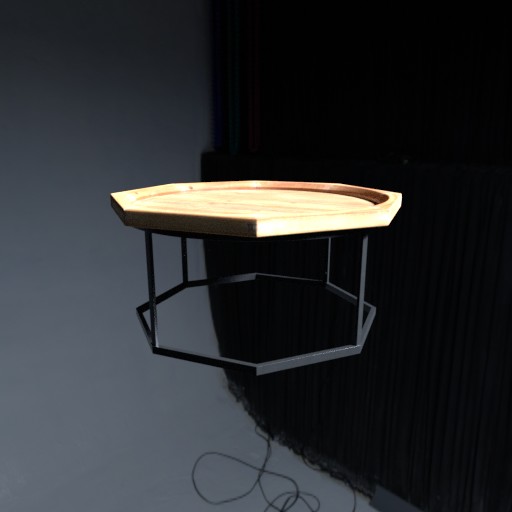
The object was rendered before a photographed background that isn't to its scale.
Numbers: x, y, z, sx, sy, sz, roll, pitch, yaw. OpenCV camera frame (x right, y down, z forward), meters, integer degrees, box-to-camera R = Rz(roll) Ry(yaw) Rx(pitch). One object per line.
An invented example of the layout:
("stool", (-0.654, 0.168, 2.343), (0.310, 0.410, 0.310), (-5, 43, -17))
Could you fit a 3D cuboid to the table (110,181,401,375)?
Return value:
("table", (0.000, 0.000, 1.579), (1.002, 0.444, 1.002), (0, 15, 0))
